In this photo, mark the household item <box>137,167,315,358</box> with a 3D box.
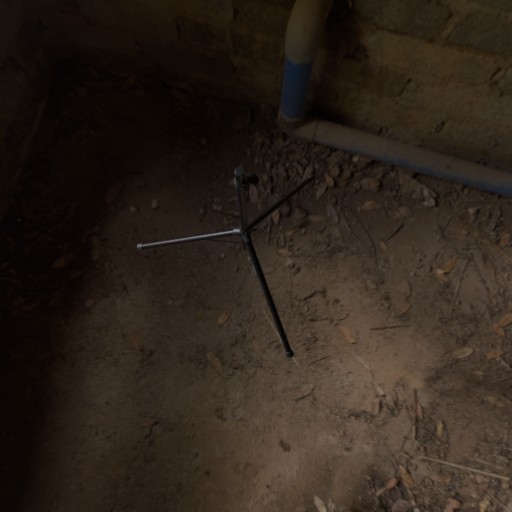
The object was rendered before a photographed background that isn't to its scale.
[{"bbox_3d":[0.000,0.000,2.819,1.596,1.595,1.339,-21,77,-5],"label":"household item"}]
